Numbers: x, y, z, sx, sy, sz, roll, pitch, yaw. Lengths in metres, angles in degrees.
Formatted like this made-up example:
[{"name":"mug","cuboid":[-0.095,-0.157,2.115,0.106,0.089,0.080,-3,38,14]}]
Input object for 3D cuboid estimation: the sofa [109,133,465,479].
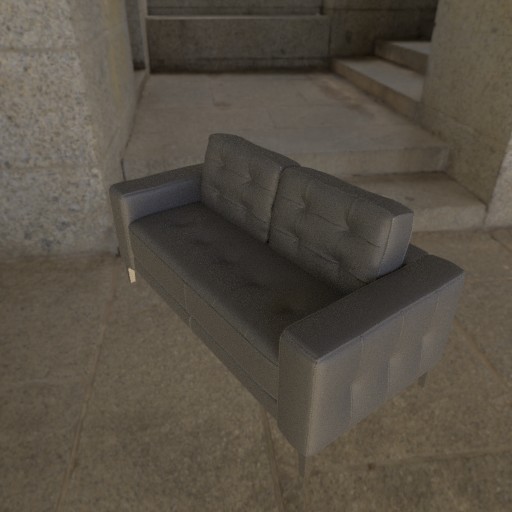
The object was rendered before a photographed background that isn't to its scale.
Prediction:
[{"name":"sofa","cuboid":[0.000,0.000,2.201,0.833,0.892,1.726,-21,38,-31]}]
